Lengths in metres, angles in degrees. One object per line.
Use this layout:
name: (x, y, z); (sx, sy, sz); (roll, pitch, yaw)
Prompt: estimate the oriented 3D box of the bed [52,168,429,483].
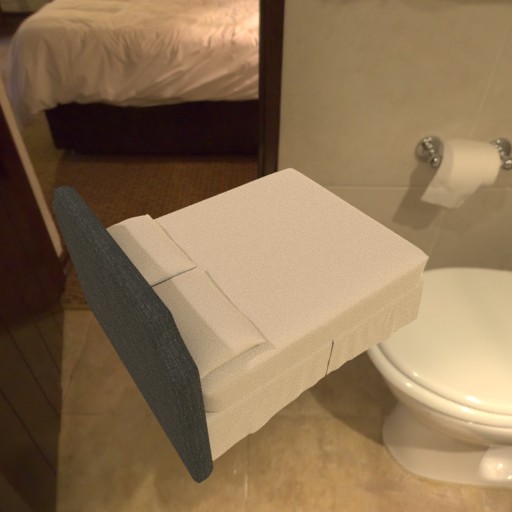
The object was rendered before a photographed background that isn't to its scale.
bed: (0.000, 0.000, 3.285); (2.208, 1.297, 1.828); (-26, 47, -26)
